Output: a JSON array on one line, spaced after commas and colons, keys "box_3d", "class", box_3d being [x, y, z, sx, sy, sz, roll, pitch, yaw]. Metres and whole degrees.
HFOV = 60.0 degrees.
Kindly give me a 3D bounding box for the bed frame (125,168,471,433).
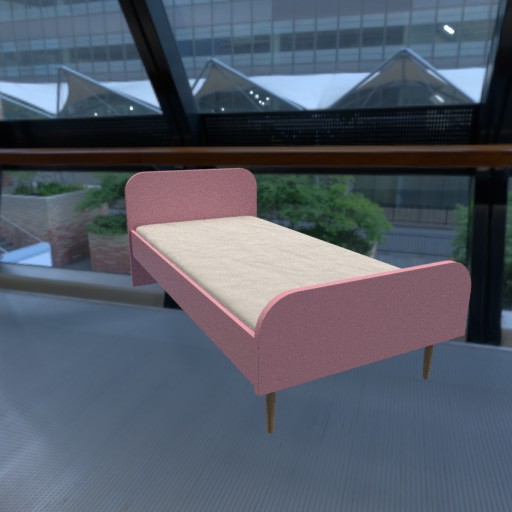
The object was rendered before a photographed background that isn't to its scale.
[{"box_3d": [0.000, 0.000, 2.472, 0.998, 0.805, 1.963, -8, 17, -26], "class": "bed frame"}]
